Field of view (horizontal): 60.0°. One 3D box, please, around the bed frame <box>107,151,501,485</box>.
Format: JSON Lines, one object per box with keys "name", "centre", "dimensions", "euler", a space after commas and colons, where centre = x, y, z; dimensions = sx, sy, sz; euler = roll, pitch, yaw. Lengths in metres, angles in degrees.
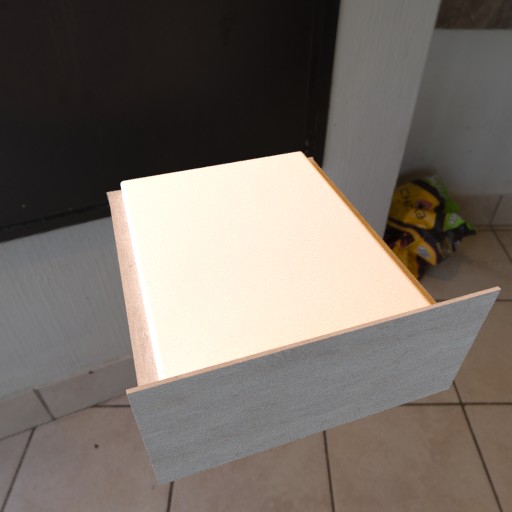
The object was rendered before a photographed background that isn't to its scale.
{"name": "bed frame", "centre": [0.000, 0.000, 2.720], "dimensions": [1.622, 0.800, 1.960], "euler": [-13, 43, -14]}
